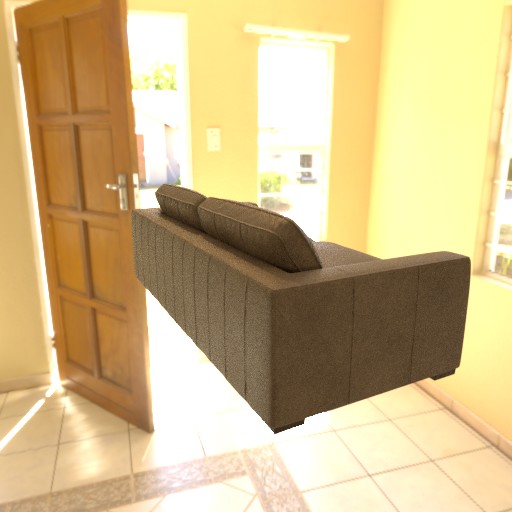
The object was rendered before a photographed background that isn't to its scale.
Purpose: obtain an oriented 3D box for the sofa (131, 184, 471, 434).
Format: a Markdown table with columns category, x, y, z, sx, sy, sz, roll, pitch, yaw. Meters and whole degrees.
| category | x | y | z | sx | sy | sz | roll | pitch | yaw |
| --- | --- | --- | --- | --- | --- | --- | --- | --- | --- |
| sofa | 0.000 | 0.000 | 2.755 | 1.070 | 0.801 | 2.262 | -7 | 16 | -26 |
